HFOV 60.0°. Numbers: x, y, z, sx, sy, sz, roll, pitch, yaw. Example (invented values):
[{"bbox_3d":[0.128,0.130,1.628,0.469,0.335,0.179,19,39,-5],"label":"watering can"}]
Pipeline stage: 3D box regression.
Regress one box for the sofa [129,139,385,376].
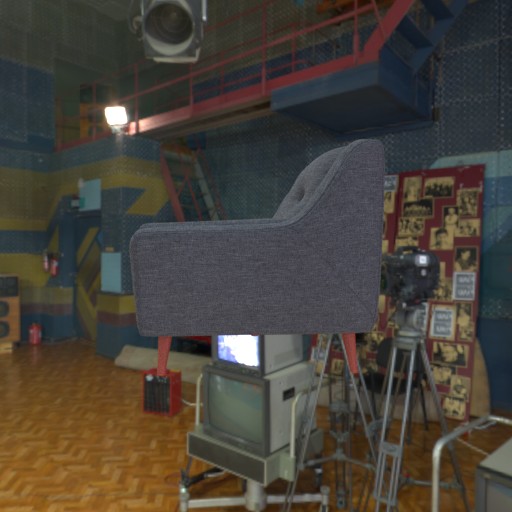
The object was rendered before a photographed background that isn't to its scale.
[{"bbox_3d":[0.000,0.000,2.465,0.975,0.896,1.929,0,1,0],"label":"sofa"}]
